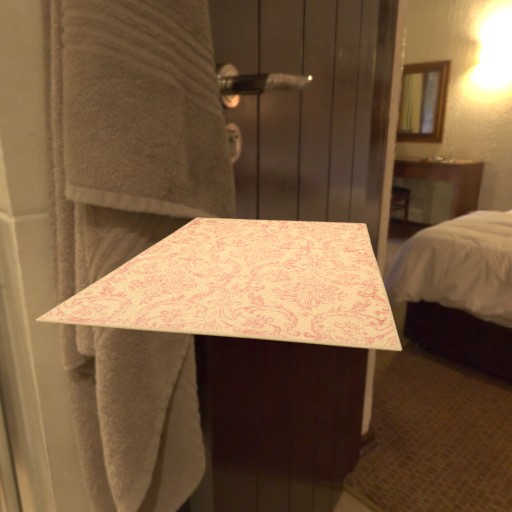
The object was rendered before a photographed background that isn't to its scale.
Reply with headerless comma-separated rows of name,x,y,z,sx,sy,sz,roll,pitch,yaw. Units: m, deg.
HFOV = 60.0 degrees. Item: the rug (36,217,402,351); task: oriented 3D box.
rug,0.000,0.000,3.427,1.819,0.018,2.746,3,16,10
